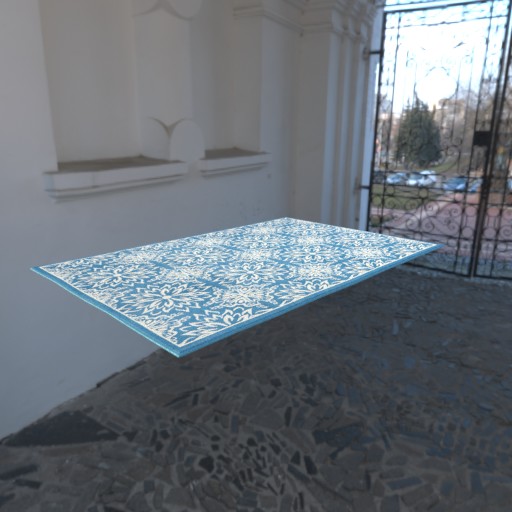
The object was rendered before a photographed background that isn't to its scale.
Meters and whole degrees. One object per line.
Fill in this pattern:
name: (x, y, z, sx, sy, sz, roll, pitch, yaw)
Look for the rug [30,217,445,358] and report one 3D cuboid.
rug: (0.000, 0.000, 3.503, 2.769, 0.018, 1.830, -15, 22, -43)
